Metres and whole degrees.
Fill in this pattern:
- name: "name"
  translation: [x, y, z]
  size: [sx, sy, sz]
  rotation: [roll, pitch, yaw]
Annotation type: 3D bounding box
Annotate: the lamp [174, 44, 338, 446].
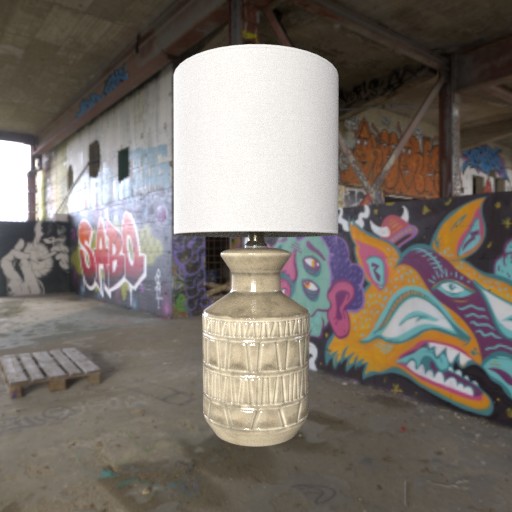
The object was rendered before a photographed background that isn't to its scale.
- name: "lamp"
  translation: [0.000, 0.000, 0.580]
  size: [0.211, 0.455, 0.211]
  rotation: [0, 1, -18]
